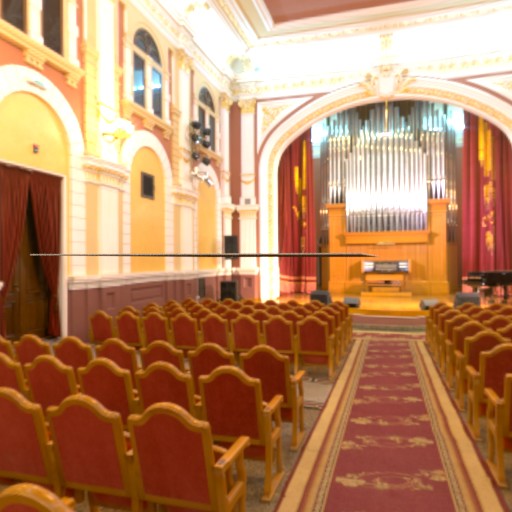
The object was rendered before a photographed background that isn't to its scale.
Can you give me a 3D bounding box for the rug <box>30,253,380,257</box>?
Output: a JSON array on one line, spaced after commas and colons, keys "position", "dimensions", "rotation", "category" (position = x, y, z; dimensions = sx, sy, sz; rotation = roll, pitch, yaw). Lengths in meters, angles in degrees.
[{"position": [0.000, 0.000, 2.944], "dimensions": [1.523, 0.006, 2.289], "rotation": [0, 0, 17], "category": "rug"}]
